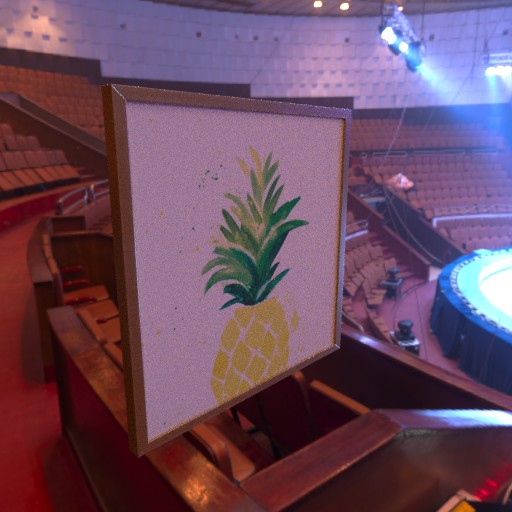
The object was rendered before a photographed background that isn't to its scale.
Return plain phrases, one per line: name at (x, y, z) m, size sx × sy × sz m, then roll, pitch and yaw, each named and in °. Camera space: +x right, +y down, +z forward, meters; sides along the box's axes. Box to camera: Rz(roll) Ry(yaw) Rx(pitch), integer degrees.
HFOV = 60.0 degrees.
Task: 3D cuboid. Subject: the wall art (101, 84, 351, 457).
wall art at (0.000, 0.000, 1.144) m, size 0.037 × 0.760 × 0.762 m, roll 13°, pitch 19°, yaw 43°
